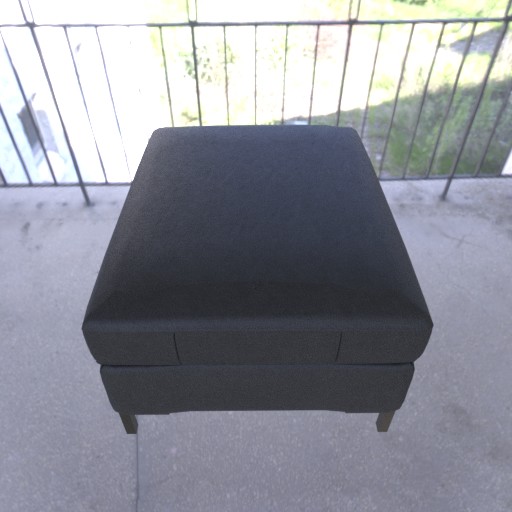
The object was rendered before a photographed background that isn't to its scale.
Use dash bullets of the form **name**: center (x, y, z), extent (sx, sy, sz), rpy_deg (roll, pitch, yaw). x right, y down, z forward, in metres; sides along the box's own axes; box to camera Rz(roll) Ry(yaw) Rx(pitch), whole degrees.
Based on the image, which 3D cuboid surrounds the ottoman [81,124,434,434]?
- **ottoman**: center (0.000, 0.000, 1.786), extent (0.967, 0.696, 1.187), rpy_deg (0, 41, 0)
